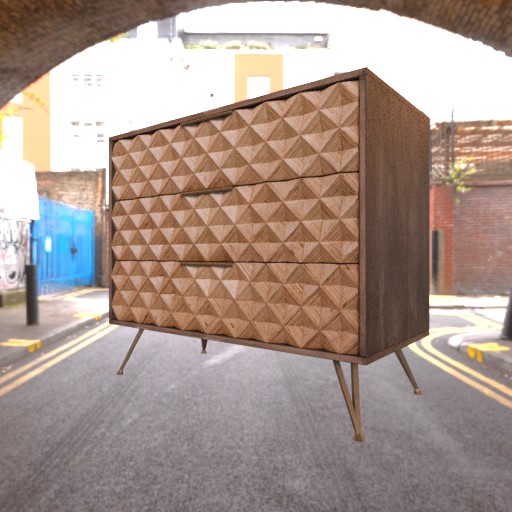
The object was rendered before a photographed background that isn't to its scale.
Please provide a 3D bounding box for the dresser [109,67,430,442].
[{"bbox_3d":[0.000,0.000,1.389,0.923,0.801,0.453,0,0,38],"label":"dresser"}]
